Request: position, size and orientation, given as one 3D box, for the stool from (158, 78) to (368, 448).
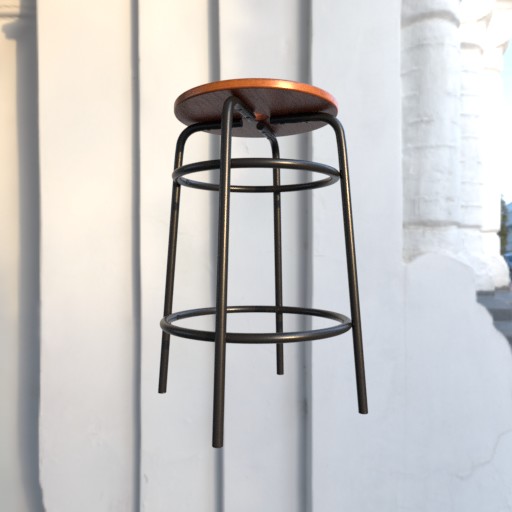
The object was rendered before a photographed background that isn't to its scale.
[{"bbox_3d":[0.000,0.000,0.923,0.455,0.610,0.455,0,1,17],"label":"stool"}]
